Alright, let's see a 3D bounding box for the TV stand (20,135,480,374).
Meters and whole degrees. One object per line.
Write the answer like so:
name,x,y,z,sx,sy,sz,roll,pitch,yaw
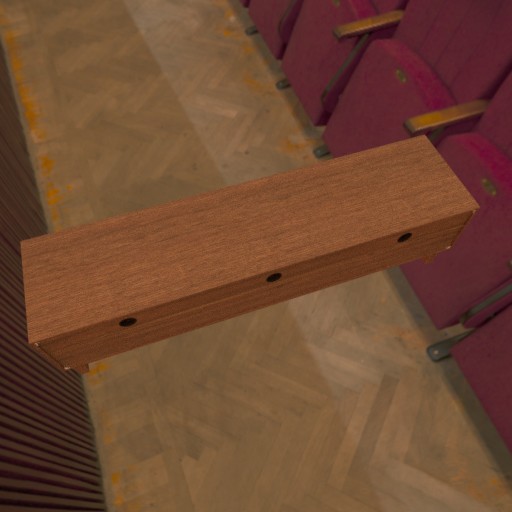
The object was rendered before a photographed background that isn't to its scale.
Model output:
TV stand,0.000,0.000,1.640,1.482,0.409,0.366,-16,60,-10
